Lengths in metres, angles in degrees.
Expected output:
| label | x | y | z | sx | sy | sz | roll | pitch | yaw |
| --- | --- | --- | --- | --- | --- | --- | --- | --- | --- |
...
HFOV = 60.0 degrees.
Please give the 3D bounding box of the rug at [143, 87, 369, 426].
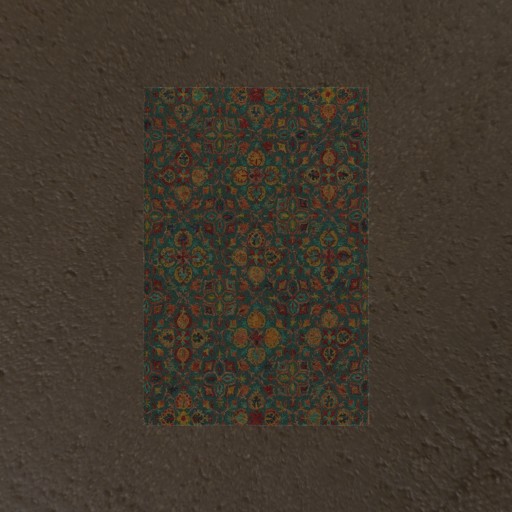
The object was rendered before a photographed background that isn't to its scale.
| label | x | y | z | sx | sy | sz | roll | pitch | yaw |
| --- | --- | --- | --- | --- | --- | --- | --- | --- | --- |
| rug | 0.000 | 0.000 | 3.000 | 1.527 | 0.016 | 2.290 | 0 | 90 | 0 |
